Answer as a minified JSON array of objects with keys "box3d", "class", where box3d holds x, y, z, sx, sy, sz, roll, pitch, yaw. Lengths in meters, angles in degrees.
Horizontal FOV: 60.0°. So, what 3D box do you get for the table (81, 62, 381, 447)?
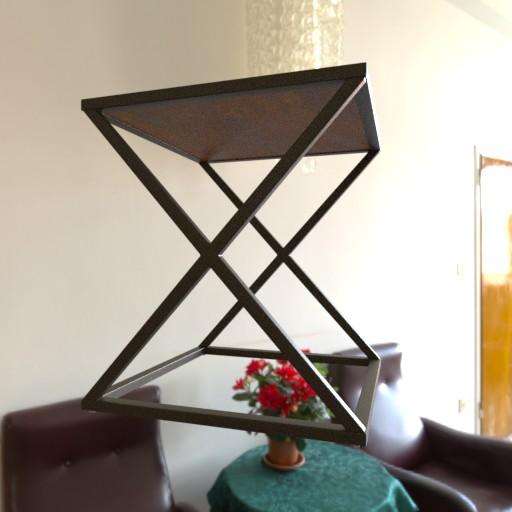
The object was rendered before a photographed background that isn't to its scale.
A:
[{"box3d":[0.000,0.000,0.957,0.500,0.565,0.500,0,0,18],"class":"table"}]
